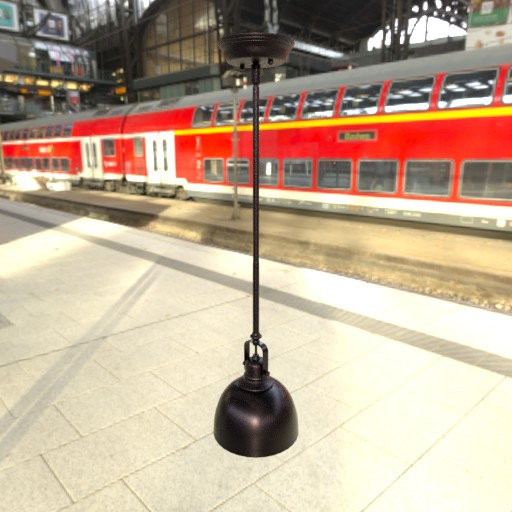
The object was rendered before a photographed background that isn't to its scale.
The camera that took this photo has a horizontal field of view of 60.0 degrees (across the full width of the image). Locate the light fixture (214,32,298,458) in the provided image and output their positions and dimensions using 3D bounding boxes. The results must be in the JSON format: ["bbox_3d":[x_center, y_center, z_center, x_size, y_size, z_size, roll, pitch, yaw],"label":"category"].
[{"bbox_3d":[0.000,0.000,0.865,0.182,0.768,0.182,-13,18,-43],"label":"light fixture"}]
